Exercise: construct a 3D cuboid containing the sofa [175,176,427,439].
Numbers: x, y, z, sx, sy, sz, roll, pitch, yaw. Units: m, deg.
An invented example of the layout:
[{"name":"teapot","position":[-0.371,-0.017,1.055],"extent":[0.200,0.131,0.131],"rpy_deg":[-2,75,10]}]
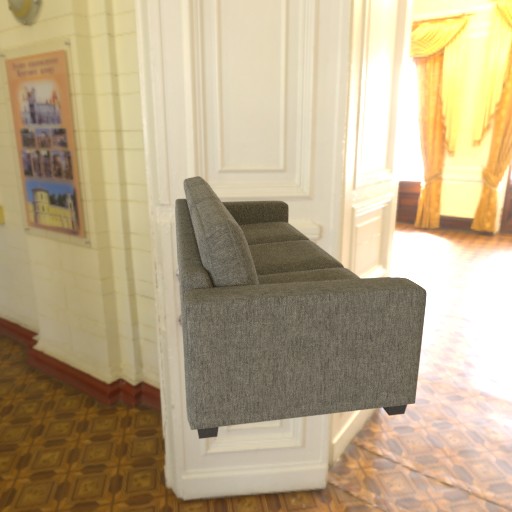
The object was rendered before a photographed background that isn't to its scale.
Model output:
[{"name":"sofa","position":[0.000,0.000,2.594],"extent":[0.900,0.800,2.160],"rpy_deg":[-3,16,-10]}]
